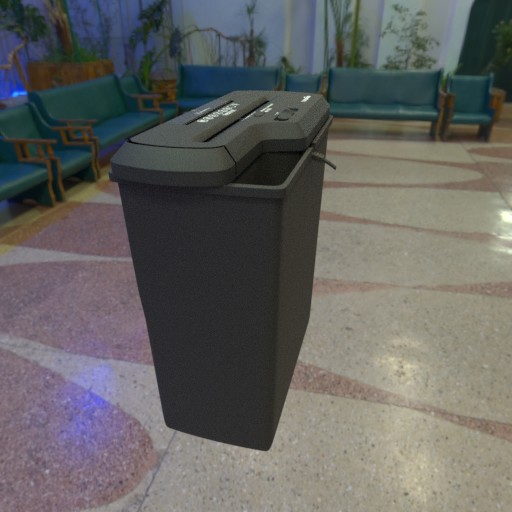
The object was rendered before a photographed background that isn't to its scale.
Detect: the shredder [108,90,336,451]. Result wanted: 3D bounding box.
[{"bbox_3d":[0.000,0.000,0.520,0.170,0.335,0.320,8,29,14],"label":"shredder"}]
